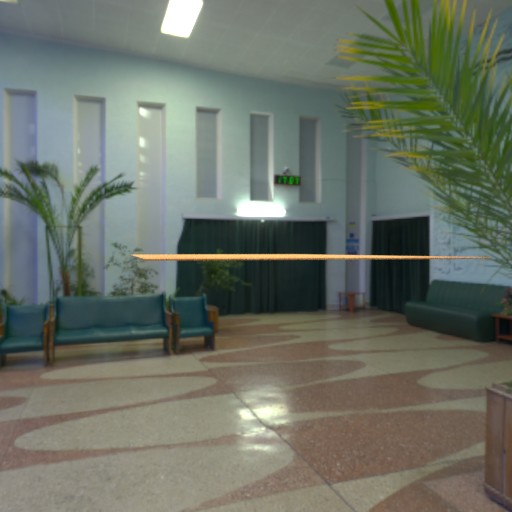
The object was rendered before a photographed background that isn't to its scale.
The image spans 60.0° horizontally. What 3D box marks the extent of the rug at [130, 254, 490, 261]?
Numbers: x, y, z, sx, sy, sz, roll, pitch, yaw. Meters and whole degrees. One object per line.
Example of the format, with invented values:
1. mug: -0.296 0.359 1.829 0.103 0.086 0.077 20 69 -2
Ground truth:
1. rug: 0.000 0.000 2.884 1.524 0.006 2.285 0 1 -17
